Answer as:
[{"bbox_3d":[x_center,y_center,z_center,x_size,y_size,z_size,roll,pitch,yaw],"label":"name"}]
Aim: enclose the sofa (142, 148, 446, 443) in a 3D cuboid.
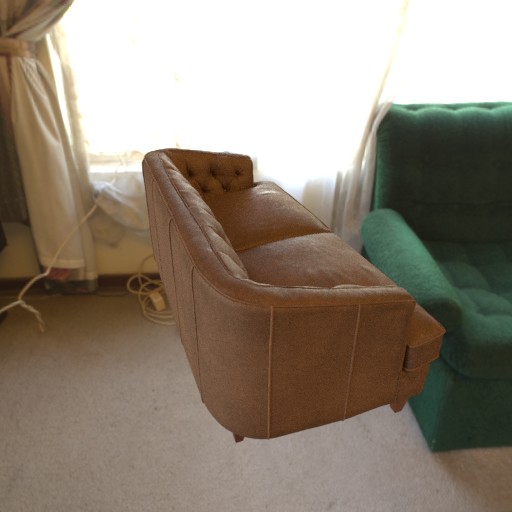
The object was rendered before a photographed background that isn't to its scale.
[{"bbox_3d":[0.000,0.000,2.252,0.917,0.799,1.767,-10,31,-17],"label":"sofa"}]
